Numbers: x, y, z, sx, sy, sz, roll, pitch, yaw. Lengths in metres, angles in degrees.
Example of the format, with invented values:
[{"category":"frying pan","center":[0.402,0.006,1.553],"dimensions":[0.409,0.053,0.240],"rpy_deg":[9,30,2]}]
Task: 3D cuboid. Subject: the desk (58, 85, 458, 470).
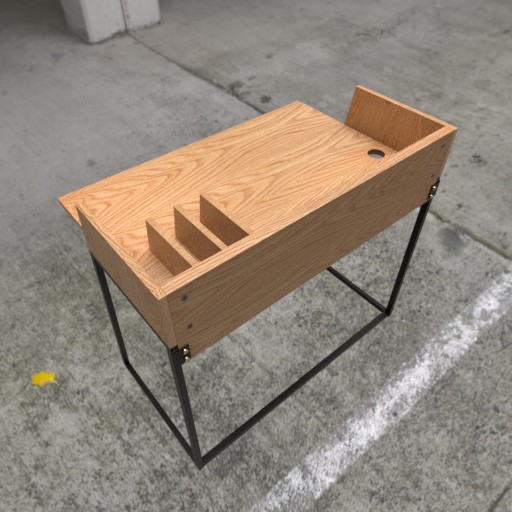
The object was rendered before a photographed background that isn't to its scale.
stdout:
[{"category":"desk","center":[0.000,0.000,1.835],"dimensions":[1.191,1.061,0.769],"rpy_deg":[-31,53,-27]}]
